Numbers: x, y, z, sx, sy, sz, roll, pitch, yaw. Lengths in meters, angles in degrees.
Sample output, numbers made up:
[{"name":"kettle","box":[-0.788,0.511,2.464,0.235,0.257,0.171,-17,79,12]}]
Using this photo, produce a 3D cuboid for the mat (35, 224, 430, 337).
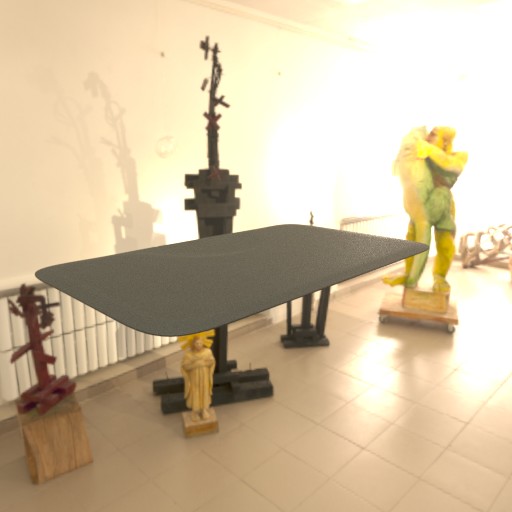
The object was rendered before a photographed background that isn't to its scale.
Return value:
[{"name":"mat","box":[0.000,0.000,1.851,0.918,0.013,1.524,13,19,43]}]
